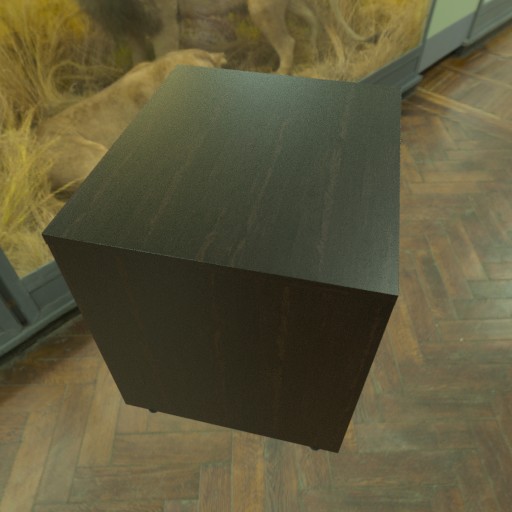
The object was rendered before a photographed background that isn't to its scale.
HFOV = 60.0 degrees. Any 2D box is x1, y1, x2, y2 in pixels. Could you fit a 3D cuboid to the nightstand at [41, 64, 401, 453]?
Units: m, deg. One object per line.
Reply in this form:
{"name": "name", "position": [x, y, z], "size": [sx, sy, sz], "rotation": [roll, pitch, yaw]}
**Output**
{"name": "nightstand", "position": [0.000, 0.000, 0.849], "size": [0.427, 0.487, 0.489], "rotation": [10, 48, 9]}
